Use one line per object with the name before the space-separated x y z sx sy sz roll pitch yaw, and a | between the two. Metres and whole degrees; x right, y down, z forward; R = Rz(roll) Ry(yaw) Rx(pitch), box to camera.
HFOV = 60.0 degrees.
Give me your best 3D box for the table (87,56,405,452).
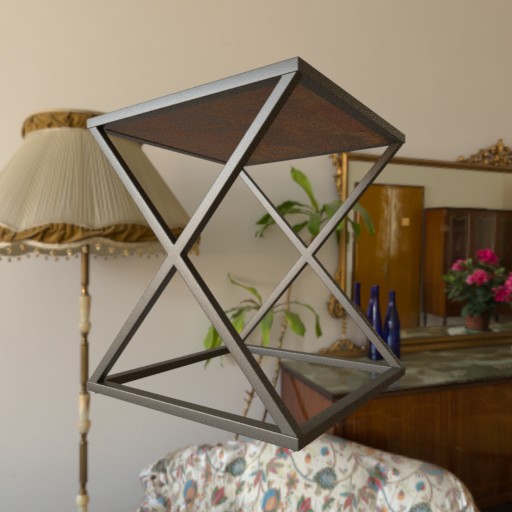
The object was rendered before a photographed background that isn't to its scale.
table | 0.000 0.000 0.972 0.500 0.565 0.500 0 0 35
